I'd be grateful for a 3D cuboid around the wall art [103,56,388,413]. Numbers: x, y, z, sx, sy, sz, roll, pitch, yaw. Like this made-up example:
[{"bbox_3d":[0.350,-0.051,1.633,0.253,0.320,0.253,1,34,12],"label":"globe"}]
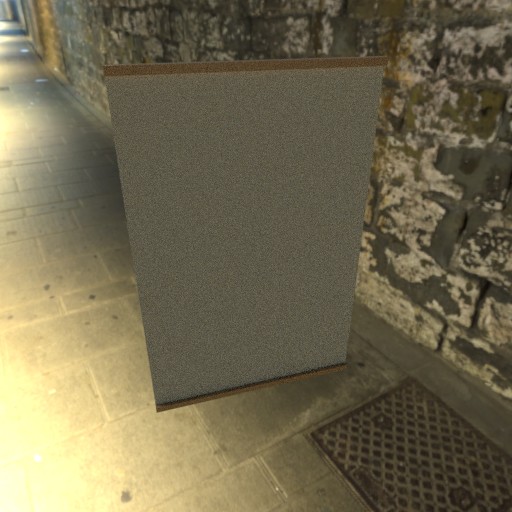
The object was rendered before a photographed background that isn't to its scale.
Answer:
[{"bbox_3d":[0.000,0.000,1.259,0.669,1.020,0.027,-9,30,-15],"label":"wall art"}]
